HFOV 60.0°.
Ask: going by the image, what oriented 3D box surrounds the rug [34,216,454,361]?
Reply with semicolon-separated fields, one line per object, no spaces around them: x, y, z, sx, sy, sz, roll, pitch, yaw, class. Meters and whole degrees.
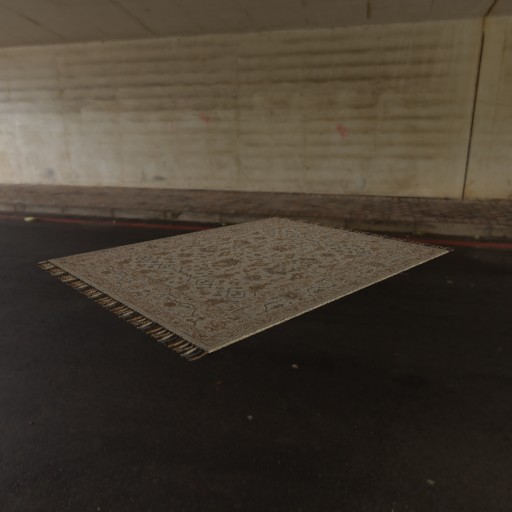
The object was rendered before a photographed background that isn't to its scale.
0.000;0.000;2.243;1.726;0.009;1.278;-15;22;-42;rug
